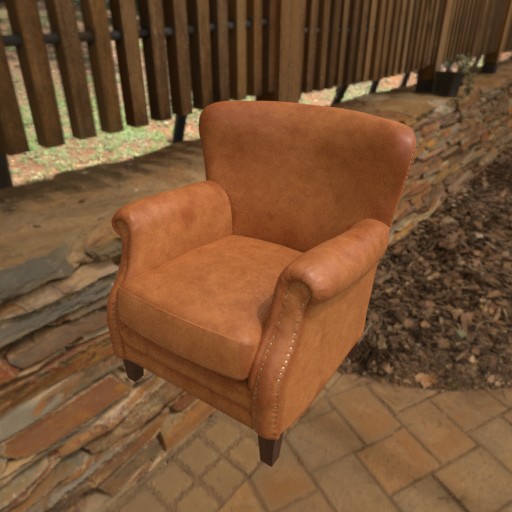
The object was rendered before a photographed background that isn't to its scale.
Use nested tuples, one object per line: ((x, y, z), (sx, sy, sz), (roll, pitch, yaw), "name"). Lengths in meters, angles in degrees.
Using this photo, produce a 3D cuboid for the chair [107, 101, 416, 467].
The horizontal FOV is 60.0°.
((0.000, 0.000, 1.605), (0.861, 0.936, 0.921), (18, 34, 29), "chair")
